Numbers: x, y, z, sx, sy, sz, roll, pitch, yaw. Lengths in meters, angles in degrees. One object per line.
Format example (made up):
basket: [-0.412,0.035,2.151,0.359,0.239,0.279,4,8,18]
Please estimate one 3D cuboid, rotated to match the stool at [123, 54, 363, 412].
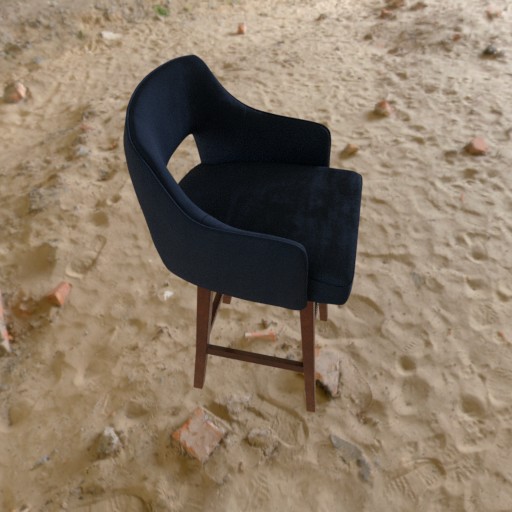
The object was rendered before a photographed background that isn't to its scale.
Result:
stool: [0.000,0.000,1.349,0.560,1.041,0.550,9,47,9]
